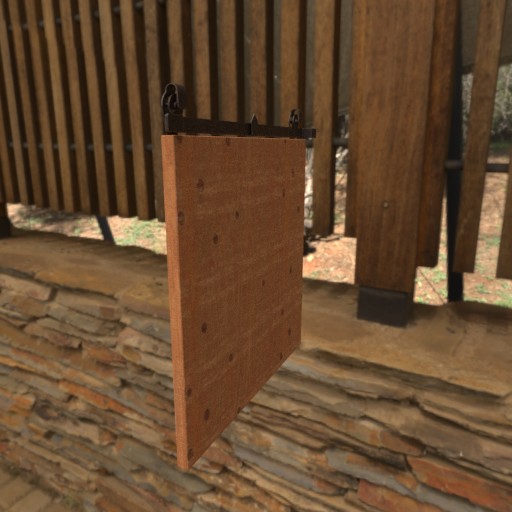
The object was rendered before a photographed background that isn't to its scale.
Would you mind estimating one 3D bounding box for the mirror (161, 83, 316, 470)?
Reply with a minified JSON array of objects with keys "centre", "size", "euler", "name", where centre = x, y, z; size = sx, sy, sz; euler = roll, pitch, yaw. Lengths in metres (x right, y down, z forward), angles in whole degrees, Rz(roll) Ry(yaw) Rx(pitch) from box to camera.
[{"centre":[0.000,0.000,1.200],"size":[0.054,0.800,0.805],"euler":[7,15,25],"name":"mirror"}]
